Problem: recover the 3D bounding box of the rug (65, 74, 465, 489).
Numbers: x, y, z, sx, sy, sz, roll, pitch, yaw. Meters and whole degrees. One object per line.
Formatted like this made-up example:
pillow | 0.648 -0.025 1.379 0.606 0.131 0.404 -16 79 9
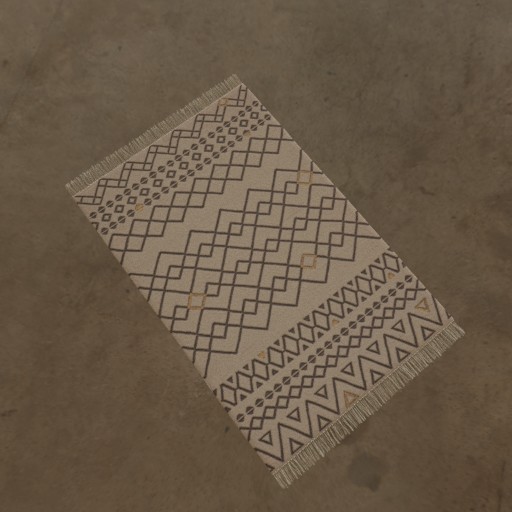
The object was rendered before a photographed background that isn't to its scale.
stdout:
rug | 0.000 0.000 2.428 1.224 0.028 2.023 -37 78 -9
